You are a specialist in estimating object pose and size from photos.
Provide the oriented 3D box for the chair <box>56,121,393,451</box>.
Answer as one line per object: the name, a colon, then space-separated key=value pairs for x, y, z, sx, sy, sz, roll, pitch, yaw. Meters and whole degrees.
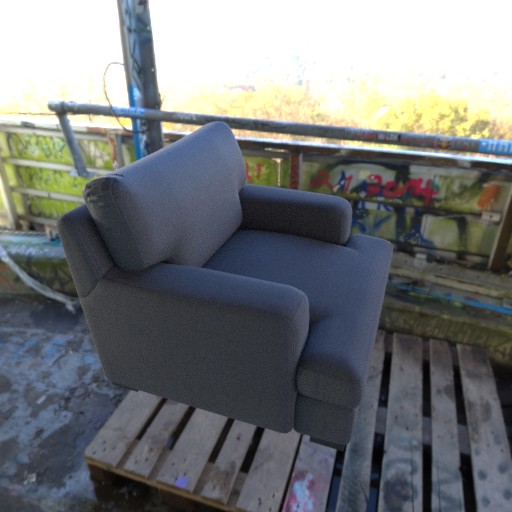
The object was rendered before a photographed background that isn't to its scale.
chair: x=0.000 y=0.000 z=1.994 sx=1.143 sy=0.940 sz=1.168 roll=10 pitch=31 yaw=18
